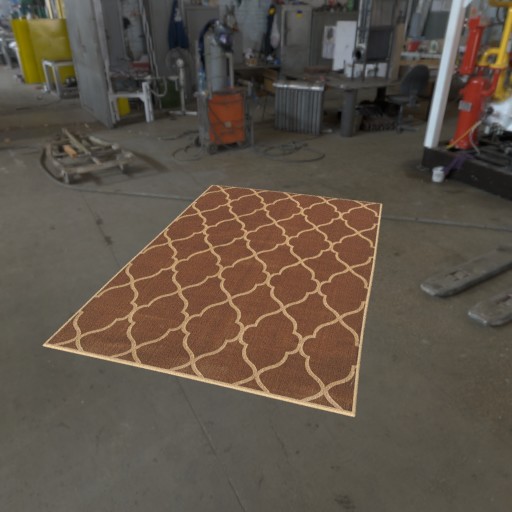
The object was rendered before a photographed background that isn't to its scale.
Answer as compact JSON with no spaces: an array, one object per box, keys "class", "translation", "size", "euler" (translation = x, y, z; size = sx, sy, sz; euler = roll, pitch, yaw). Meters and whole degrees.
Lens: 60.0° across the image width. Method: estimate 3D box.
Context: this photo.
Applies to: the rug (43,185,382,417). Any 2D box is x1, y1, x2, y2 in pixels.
[{"class":"rug","translation":[0.000,0.000,2.941],"size":[1.526,0.014,2.290],"euler":[8,31,14]}]
